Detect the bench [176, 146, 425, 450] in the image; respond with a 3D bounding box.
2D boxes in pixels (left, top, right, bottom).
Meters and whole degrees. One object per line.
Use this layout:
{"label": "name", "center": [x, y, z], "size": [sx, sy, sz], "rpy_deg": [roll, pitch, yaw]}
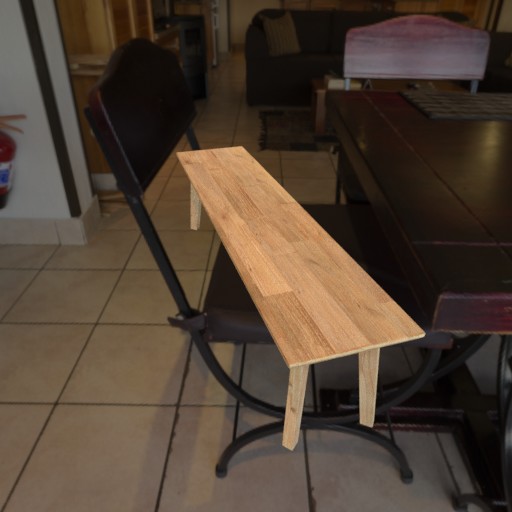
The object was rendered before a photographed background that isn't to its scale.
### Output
{"label": "bench", "center": [0.000, 0.000, 1.899], "size": [0.378, 0.431, 1.698], "rpy_deg": [-9, 32, -15]}
